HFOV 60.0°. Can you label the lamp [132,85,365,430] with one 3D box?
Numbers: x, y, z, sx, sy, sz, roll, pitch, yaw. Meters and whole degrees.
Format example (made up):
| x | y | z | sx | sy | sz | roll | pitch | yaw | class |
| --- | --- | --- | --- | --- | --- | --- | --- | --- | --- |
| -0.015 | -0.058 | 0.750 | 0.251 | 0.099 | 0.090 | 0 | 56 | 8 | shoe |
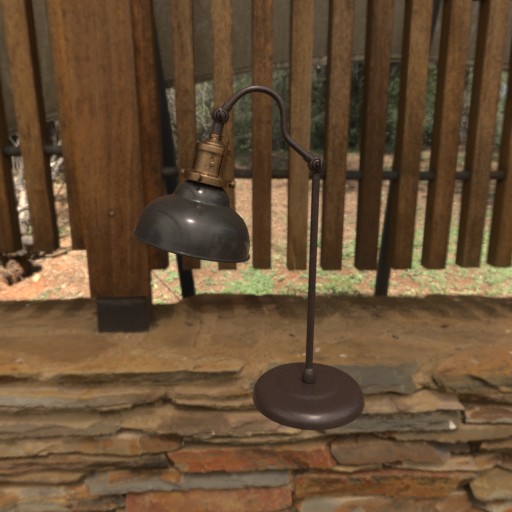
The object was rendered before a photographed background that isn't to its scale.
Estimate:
| x | y | z | sx | sy | sz | roll | pitch | yaw | class |
| --- | --- | --- | --- | --- | --- | --- | --- | --- | --- |
| 0.000 | 0.000 | 0.699 | 0.374 | 0.508 | 0.192 | -2 | 13 | -9 | lamp |
